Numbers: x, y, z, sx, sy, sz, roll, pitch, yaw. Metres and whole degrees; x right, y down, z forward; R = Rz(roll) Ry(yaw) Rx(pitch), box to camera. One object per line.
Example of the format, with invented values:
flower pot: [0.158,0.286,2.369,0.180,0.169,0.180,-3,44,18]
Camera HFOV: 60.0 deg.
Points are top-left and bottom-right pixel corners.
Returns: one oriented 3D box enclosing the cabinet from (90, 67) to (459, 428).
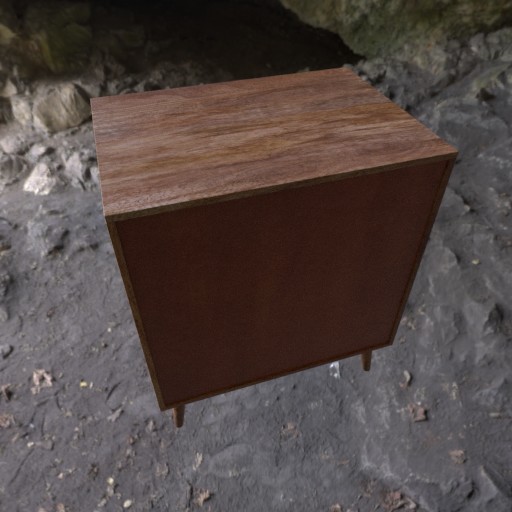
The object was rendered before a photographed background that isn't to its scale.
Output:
cabinet: [0.000,0.000,1.179,0.647,0.758,0.473,-12,44,-13]
